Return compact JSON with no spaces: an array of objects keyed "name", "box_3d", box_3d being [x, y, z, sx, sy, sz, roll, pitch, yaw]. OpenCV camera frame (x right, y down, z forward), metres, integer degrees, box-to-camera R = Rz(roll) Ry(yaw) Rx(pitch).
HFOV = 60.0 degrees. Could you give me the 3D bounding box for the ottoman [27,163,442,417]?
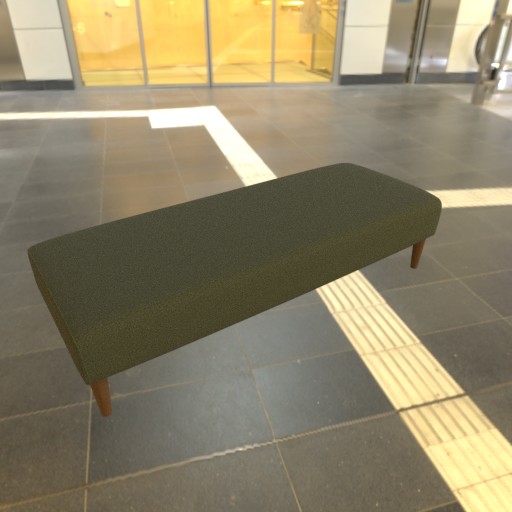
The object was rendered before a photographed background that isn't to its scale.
[{"name":"ottoman","box_3d":[0.000,0.000,1.856,1.609,0.393,0.646,-20,36,-29]}]
